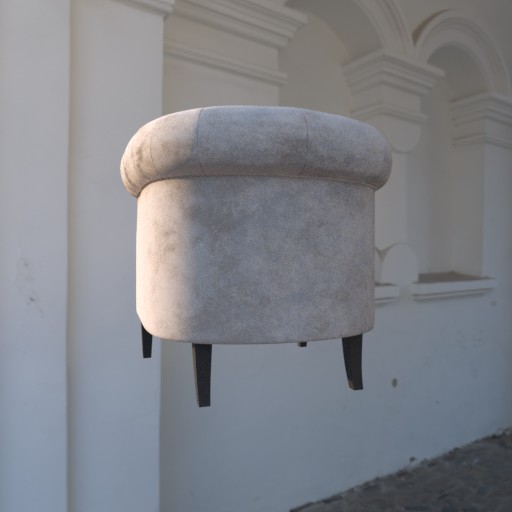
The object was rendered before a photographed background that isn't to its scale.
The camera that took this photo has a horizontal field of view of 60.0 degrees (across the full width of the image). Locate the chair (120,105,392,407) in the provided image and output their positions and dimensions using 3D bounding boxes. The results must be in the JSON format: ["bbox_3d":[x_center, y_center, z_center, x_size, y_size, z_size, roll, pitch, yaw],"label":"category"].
[{"bbox_3d":[0.000,0.000,1.558,0.904,0.826,0.851,0,0,-18],"label":"chair"}]
